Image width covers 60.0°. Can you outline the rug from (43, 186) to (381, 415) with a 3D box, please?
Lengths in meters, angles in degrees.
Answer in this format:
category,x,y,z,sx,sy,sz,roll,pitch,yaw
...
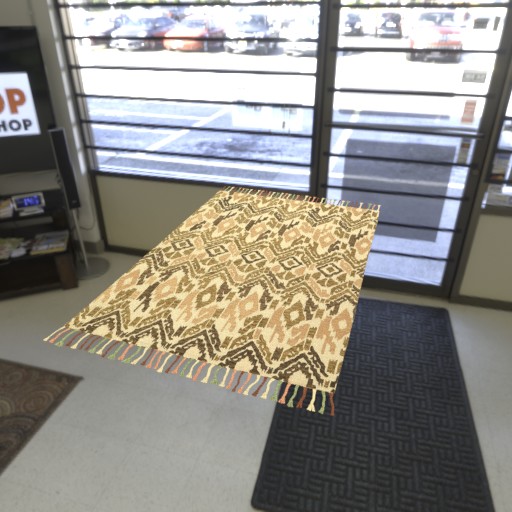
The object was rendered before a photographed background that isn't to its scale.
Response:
category,x,y,z,sx,sy,sz,roll,pitch,yaw
rug,0.000,0.000,3.092,1.524,0.008,2.438,10,31,16
